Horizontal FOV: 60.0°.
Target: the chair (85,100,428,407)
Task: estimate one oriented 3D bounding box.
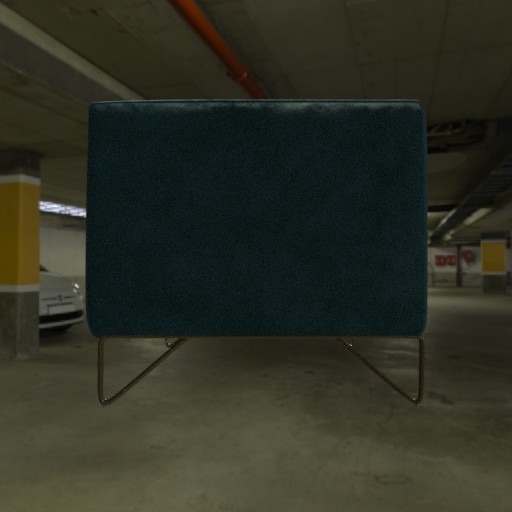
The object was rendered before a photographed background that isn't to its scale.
[{"bbox_3d":[0.000,0.000,1.549,0.894,0.790,0.880,0,-1,0],"label":"chair"}]
